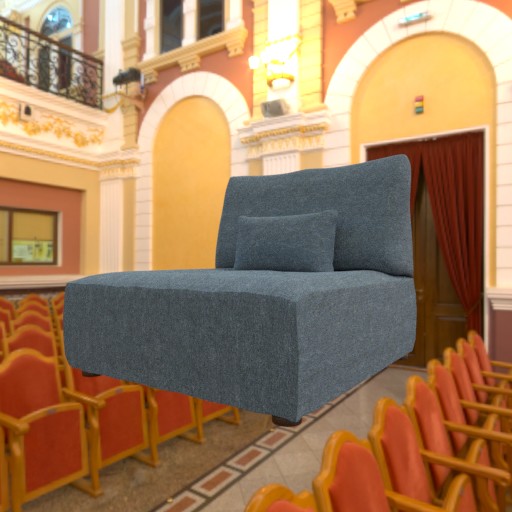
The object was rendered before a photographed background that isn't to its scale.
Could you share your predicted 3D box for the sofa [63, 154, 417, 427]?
[{"bbox_3d":[0.000,0.000,1.674,0.930,0.820,1.000,0,0,35],"label":"sofa"}]
